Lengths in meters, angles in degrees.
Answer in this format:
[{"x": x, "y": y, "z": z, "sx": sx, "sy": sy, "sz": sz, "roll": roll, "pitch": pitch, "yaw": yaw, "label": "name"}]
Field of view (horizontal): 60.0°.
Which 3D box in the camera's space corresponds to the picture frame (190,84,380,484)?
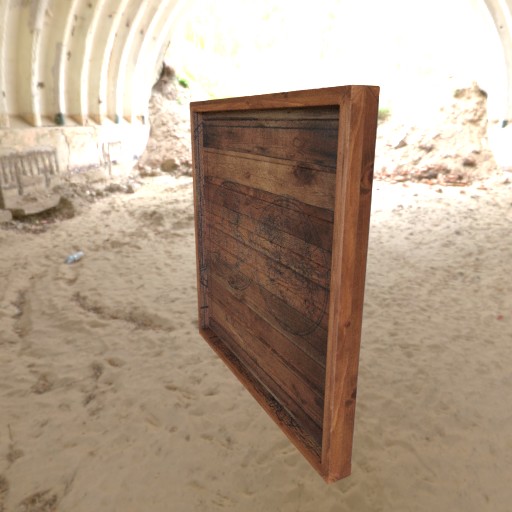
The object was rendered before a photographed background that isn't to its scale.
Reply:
[{"x": 0.000, "y": 0.000, "z": 0.524, "sx": 0.028, "sy": 0.356, "sz": 0.352, "roll": -9, "pitch": 19, "yaw": -26, "label": "picture frame"}]
